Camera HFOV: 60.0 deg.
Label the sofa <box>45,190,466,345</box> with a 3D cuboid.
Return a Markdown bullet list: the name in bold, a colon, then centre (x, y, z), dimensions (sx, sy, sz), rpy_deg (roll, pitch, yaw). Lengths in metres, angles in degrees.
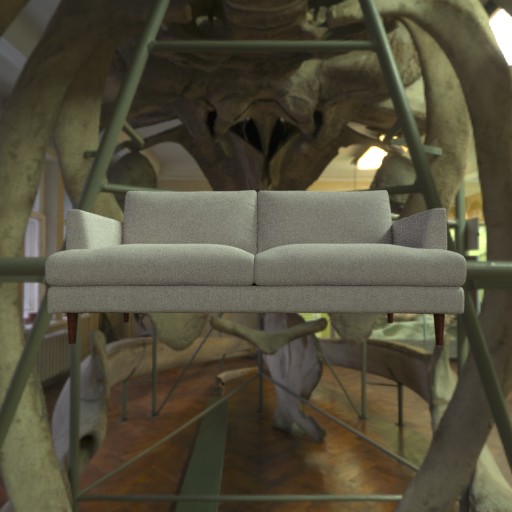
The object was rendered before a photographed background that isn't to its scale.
- **sofa**: centre (0.000, 0.000, 2.537), dimensions (1.948, 0.868, 1.020), rpy_deg (0, -2, 1)
